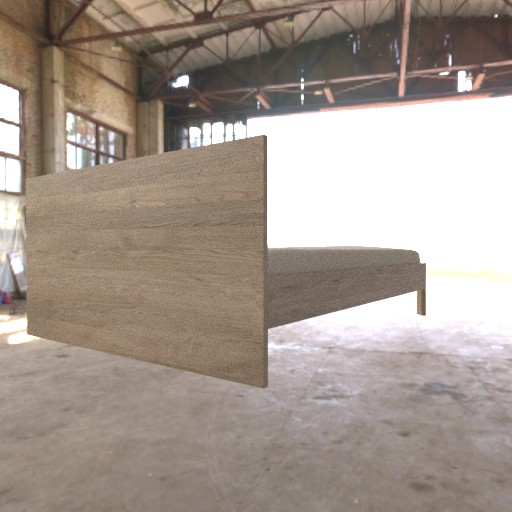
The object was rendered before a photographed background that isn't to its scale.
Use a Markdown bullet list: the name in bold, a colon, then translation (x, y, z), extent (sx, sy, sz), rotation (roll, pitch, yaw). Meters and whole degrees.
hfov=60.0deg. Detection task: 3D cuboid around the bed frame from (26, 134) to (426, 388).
- **bed frame**: translation (0.000, 0.000, 2.619), extent (1.490, 0.800, 1.950), rotation (1, 1, 36)
